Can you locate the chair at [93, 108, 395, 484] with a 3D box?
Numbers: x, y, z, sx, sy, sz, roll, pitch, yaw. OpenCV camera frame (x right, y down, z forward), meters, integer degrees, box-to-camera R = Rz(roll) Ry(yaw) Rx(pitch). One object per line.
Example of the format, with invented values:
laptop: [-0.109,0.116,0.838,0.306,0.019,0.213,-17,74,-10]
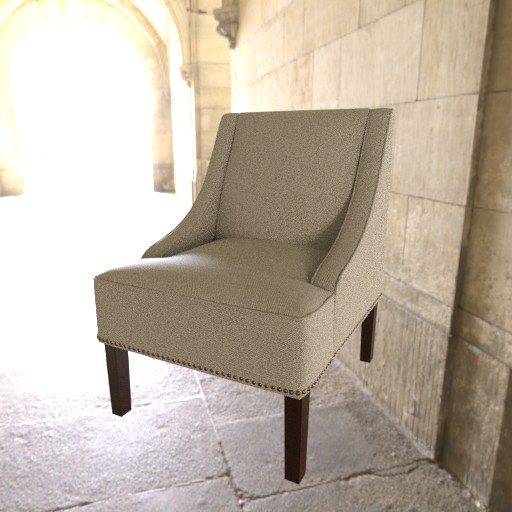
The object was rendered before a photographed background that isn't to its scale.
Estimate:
chair: [0.000,0.000,1.336,0.628,0.872,0.748,8,16,27]
